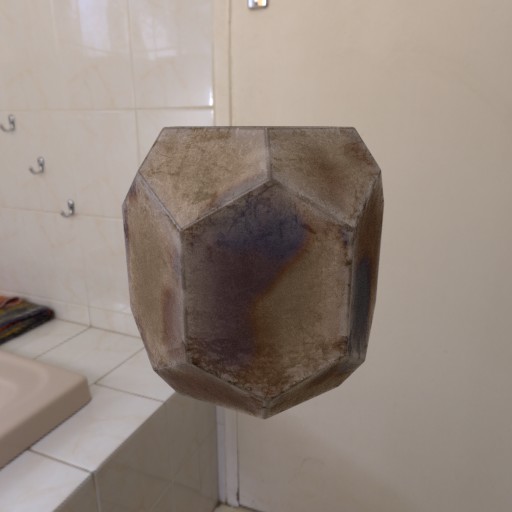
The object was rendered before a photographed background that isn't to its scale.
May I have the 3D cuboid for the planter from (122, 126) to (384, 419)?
[{"bbox_3d":[0.000,0.000,0.424,0.221,0.238,0.243,8,18,24],"label":"planter"}]
